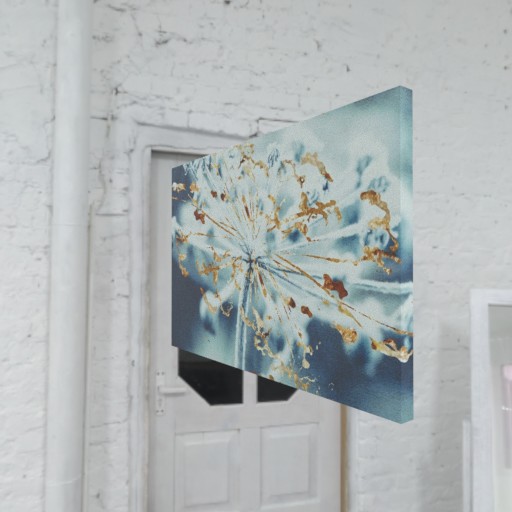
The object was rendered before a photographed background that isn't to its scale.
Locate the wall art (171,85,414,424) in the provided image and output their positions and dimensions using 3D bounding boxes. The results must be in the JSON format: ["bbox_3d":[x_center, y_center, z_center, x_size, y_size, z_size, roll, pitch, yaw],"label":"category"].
[{"bbox_3d":[0.000,0.000,1.170,0.038,0.608,0.912,0,-1,-37],"label":"wall art"}]
